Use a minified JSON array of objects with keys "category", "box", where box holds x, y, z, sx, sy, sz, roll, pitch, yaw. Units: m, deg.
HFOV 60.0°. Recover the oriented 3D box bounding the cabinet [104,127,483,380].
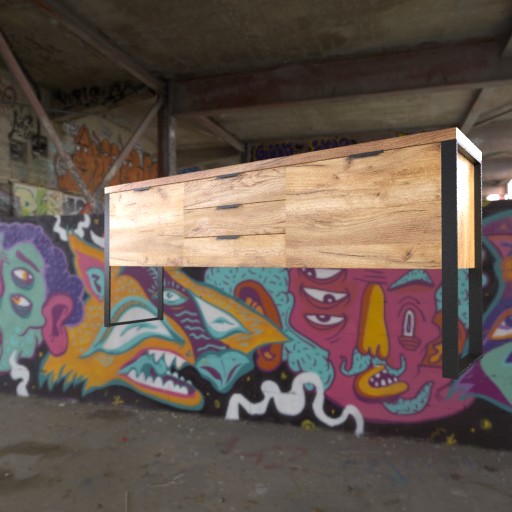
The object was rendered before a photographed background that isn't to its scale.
[{"category":"cabinet","box":[0.000,0.000,2.026,1.800,0.762,0.395,-1,-1,37]}]
